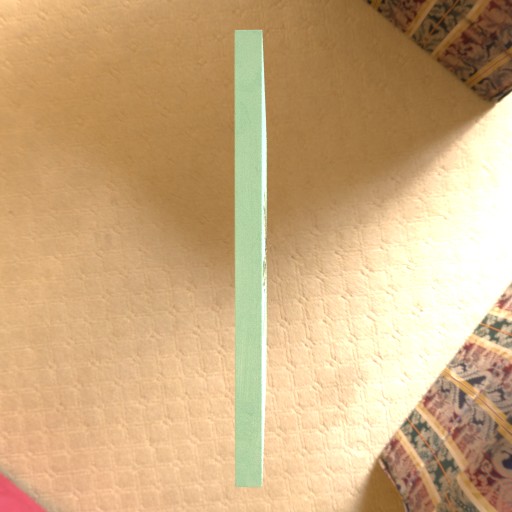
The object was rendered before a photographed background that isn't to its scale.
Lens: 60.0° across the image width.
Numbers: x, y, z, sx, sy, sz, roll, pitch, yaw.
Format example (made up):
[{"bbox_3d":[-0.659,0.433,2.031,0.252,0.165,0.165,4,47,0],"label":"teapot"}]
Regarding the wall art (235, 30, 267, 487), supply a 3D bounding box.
[{"bbox_3d":[0.000,0.000,0.885,0.036,0.603,0.603,0,91,2],"label":"wall art"}]
